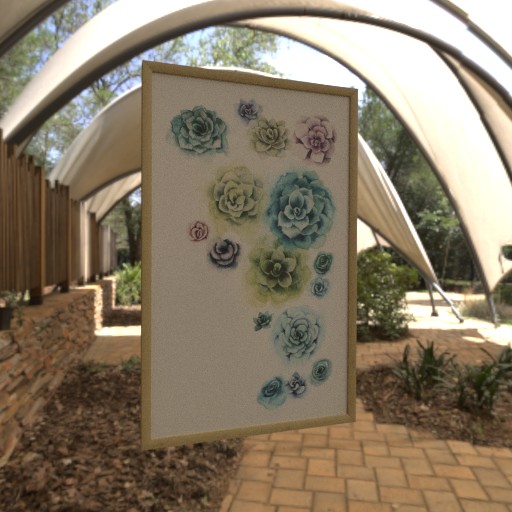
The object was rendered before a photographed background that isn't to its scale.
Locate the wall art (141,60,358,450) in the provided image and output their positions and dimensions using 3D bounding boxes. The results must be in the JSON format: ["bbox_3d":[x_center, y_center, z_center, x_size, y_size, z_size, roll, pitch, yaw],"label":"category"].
[{"bbox_3d":[0.000,0.000,1.012,0.510,0.810,0.039,0,0,-18],"label":"wall art"}]
